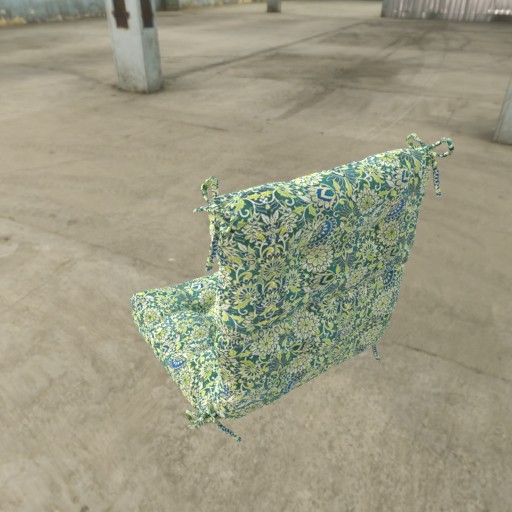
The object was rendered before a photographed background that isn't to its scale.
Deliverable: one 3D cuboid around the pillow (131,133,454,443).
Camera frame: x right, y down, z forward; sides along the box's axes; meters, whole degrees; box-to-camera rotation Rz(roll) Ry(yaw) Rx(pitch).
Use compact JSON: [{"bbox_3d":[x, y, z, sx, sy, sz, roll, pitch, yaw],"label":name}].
[{"bbox_3d":[0.000,0.000,1.018,0.519,0.605,0.571,-20,37,-29],"label":"pillow"}]
